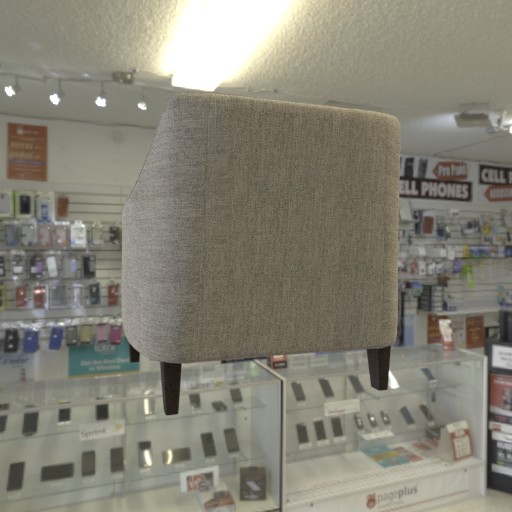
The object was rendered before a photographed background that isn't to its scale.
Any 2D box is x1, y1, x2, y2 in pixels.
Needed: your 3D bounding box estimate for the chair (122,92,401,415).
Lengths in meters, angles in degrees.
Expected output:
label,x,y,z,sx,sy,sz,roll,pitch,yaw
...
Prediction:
label,x,y,z,sx,sy,sz,roll,pitch,yaw
chair,0.000,0.000,1.401,0.796,0.761,0.758,0,1,-19
